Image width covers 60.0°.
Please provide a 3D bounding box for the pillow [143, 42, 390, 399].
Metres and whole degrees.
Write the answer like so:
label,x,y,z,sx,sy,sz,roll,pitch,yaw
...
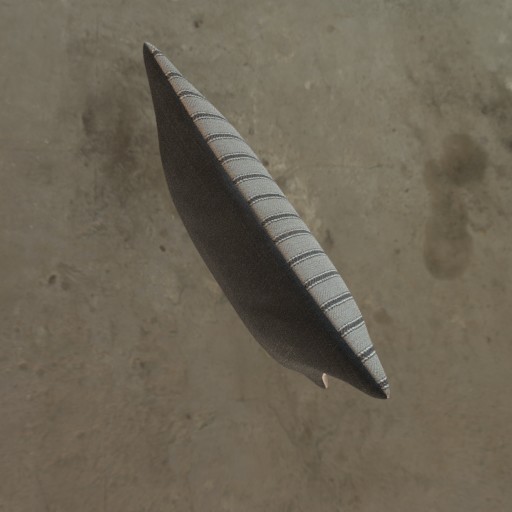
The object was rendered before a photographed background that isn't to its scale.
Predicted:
label,x,y,z,sx,sy,sz,roll,pitch,yaw
pillow,0.000,0.000,0.667,0.138,0.444,0.468,-32,77,-8
